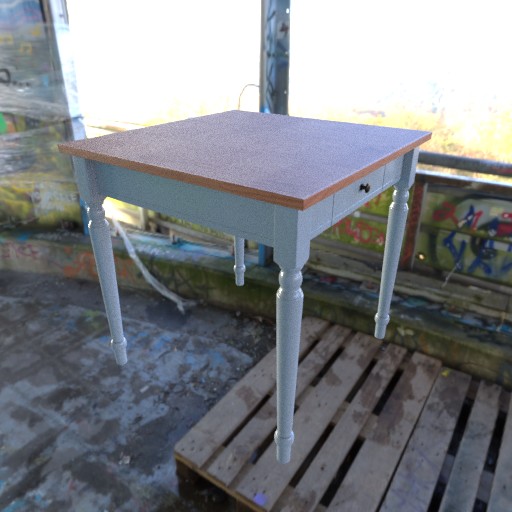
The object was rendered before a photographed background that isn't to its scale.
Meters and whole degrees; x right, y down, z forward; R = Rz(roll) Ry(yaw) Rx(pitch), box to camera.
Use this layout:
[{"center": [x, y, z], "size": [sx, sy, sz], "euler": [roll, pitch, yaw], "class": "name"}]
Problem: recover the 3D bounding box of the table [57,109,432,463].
[{"center": [0.000, 0.000, 1.400], "size": [0.747, 0.738, 0.747], "euler": [18, 32, 32], "class": "table"}]
